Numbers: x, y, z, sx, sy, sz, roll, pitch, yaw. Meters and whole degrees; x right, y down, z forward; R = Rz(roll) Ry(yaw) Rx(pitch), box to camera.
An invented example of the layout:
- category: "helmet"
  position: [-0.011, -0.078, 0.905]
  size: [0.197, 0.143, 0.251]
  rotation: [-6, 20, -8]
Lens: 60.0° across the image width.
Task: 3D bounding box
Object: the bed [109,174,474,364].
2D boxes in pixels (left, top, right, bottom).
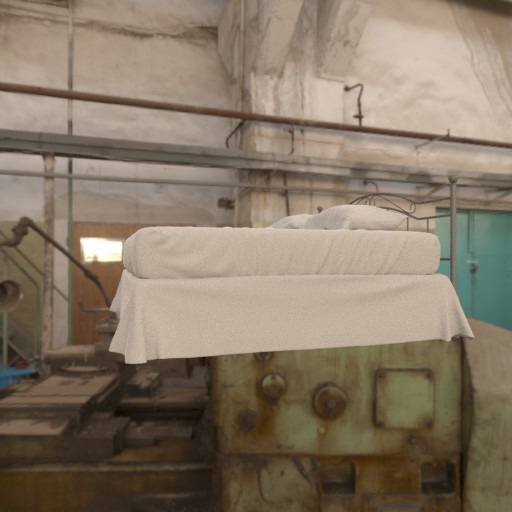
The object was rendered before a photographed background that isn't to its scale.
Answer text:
- category: "bed"
  position: [0.000, 0.000, 3.527]
  size: [2.220, 1.080, 2.309]
  rotation: [0, 0, -18]
